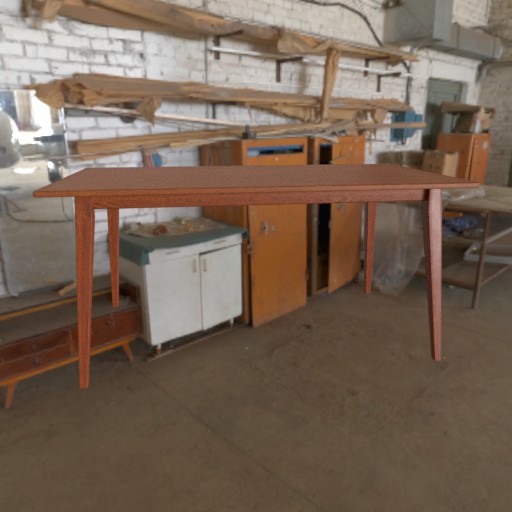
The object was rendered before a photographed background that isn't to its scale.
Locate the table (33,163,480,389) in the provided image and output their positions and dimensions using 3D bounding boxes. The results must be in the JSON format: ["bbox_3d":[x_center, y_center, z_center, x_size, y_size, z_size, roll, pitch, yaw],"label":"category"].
[{"bbox_3d":[0.000,0.000,2.066,1.609,0.755,0.811,-2,17,-8],"label":"table"}]
